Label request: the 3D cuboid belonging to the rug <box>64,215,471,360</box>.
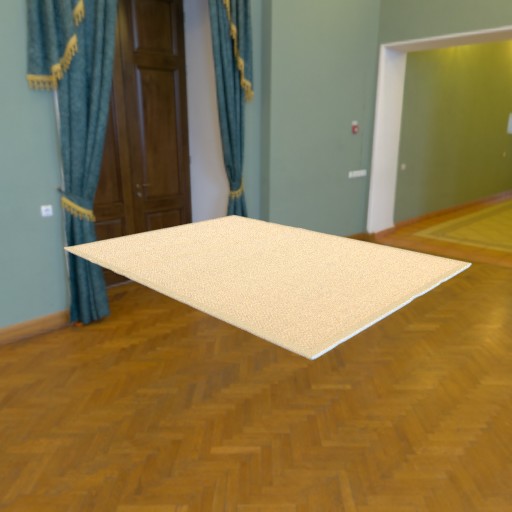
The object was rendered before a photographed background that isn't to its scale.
[{"bbox_3d":[0.000,0.000,4.914,3.659,0.037,2.734,16,23,42],"label":"rug"}]
